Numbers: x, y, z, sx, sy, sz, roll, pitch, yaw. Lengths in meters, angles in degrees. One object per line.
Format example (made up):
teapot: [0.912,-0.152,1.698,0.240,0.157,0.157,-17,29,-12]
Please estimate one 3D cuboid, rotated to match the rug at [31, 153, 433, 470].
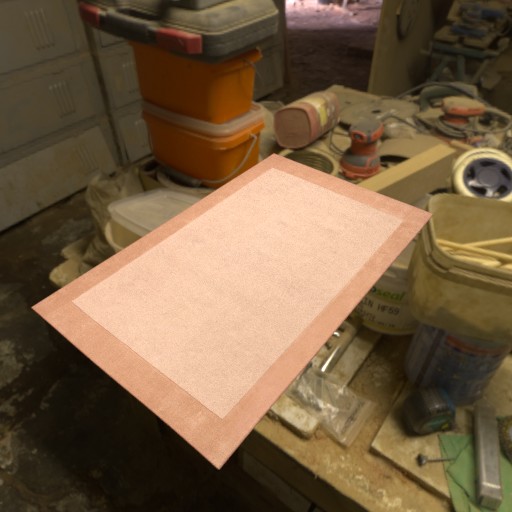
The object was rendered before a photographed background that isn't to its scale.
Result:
rug: [0.000,0.000,3.022,1.524,0.014,2.438,28,48,28]
